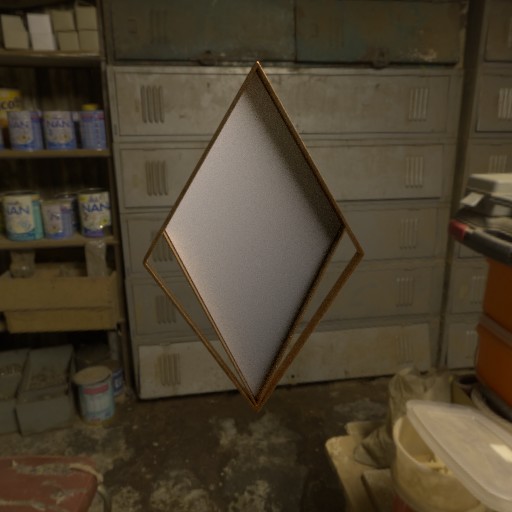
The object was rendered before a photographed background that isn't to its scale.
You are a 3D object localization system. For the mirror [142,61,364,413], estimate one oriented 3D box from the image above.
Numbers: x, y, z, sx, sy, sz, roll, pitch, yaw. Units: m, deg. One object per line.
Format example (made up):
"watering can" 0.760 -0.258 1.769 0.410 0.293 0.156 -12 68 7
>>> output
"mirror" 0.000 0.000 0.843 0.419 0.679 0.032 -2 17 -7
